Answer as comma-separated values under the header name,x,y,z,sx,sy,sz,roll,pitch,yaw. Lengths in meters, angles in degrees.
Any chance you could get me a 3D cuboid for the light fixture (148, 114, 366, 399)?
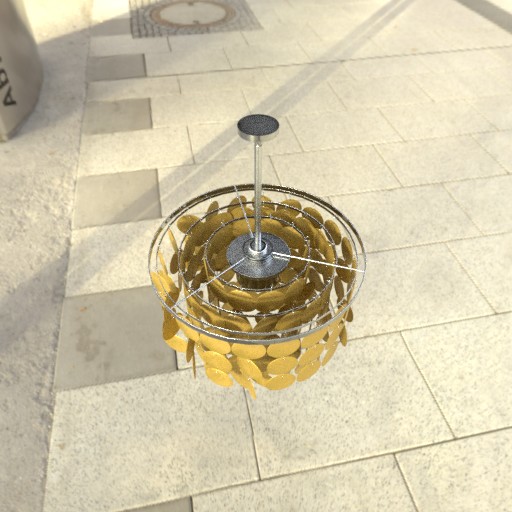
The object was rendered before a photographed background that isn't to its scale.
name,x,y,z,sx,sy,sz,roll,pitch,yaw
light fixture,0.000,0.000,0.743,0.368,0.492,0.368,0,46,0
